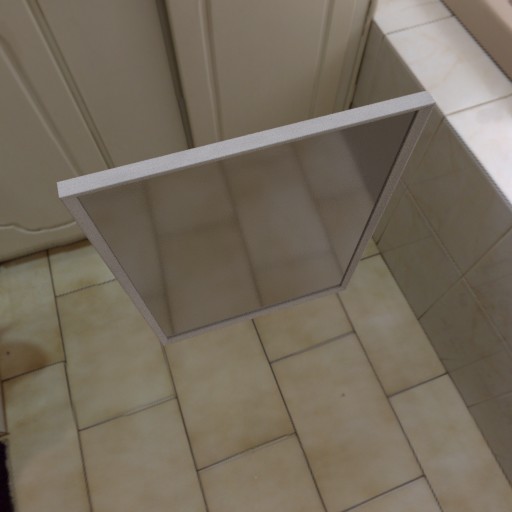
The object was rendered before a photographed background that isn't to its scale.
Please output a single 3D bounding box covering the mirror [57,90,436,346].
[{"bbox_3d":[0.000,0.000,1.317,0.762,1.016,0.041,-16,65,-8],"label":"mirror"}]
